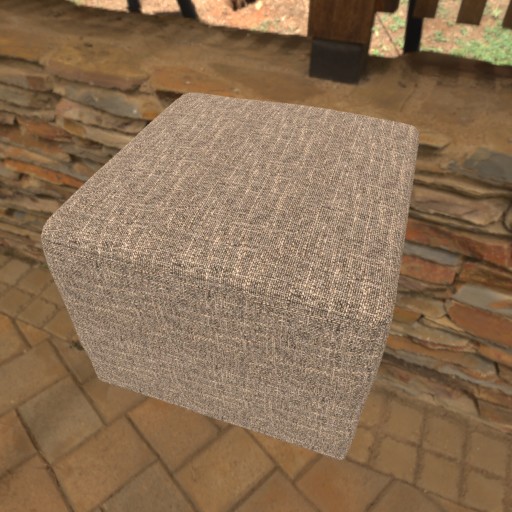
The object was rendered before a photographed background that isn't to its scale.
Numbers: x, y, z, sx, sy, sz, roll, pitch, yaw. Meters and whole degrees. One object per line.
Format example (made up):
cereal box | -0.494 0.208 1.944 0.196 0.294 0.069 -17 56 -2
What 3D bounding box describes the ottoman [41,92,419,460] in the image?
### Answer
ottoman | 0.000 0.000 0.876 0.512 0.453 0.521 13 45 13
